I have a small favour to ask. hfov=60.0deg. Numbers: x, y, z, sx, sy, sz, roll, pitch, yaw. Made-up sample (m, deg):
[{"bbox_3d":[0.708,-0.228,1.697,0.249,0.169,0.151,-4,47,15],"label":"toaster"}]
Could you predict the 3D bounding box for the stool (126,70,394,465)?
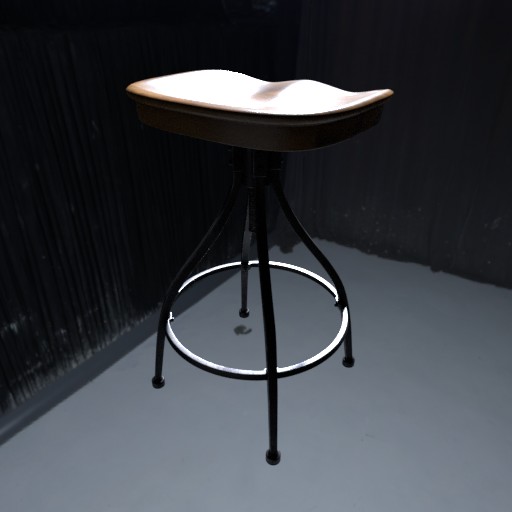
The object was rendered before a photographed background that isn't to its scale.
[{"bbox_3d":[0.000,0.000,0.952,0.432,0.694,0.424,21,36,31],"label":"stool"}]
